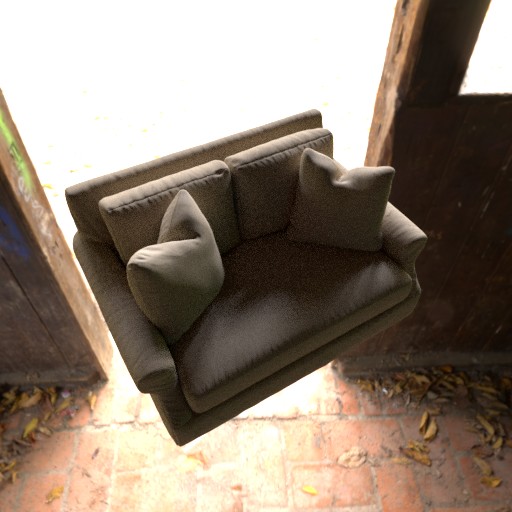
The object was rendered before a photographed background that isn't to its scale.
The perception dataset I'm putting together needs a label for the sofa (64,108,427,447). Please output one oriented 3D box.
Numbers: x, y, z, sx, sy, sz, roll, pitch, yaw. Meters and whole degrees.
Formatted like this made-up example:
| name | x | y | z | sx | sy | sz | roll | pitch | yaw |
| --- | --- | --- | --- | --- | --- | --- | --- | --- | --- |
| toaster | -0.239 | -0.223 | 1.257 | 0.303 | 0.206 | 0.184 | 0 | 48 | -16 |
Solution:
| name | x | y | z | sx | sy | sz | roll | pitch | yaw |
| --- | --- | --- | --- | --- | --- | --- | --- | --- | --- |
| sofa | 0.000 | 0.000 | 2.224 | 1.550 | 0.905 | 1.070 | -24 | 51 | -21 |
